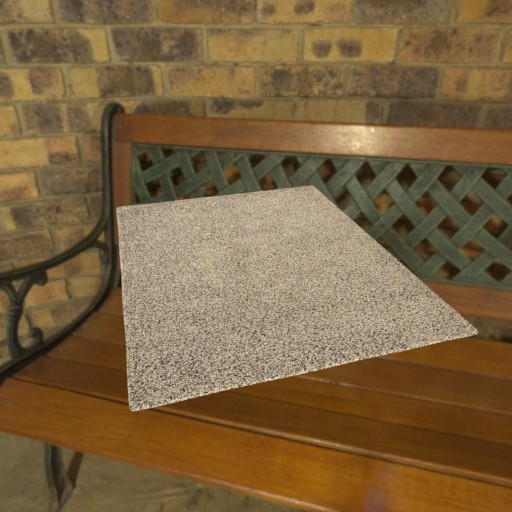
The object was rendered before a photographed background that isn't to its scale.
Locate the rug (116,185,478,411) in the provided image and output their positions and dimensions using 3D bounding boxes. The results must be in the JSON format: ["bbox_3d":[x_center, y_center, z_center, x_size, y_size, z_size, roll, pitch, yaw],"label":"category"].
[{"bbox_3d":[0.000,0.000,4.133,2.438,0.029,3.047,-8,31,-14],"label":"rug"}]
